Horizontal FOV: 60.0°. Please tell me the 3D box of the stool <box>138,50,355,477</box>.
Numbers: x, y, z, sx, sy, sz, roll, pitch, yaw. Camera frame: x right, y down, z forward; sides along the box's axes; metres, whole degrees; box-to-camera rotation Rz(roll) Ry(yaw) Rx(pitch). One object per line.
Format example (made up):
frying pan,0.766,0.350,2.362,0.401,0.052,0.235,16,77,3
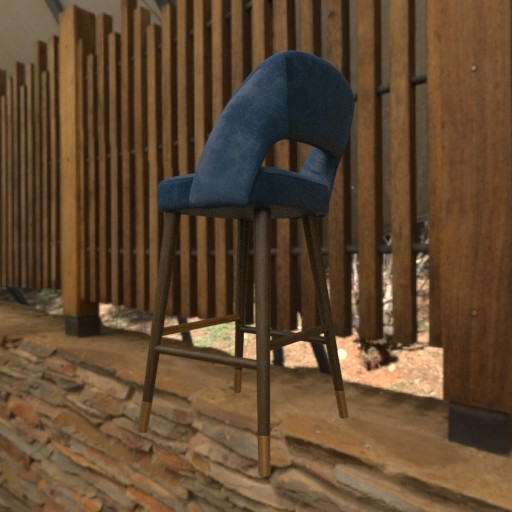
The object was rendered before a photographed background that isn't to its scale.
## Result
stool,0.000,0.000,1.314,0.515,1.016,0.514,0,1,36
